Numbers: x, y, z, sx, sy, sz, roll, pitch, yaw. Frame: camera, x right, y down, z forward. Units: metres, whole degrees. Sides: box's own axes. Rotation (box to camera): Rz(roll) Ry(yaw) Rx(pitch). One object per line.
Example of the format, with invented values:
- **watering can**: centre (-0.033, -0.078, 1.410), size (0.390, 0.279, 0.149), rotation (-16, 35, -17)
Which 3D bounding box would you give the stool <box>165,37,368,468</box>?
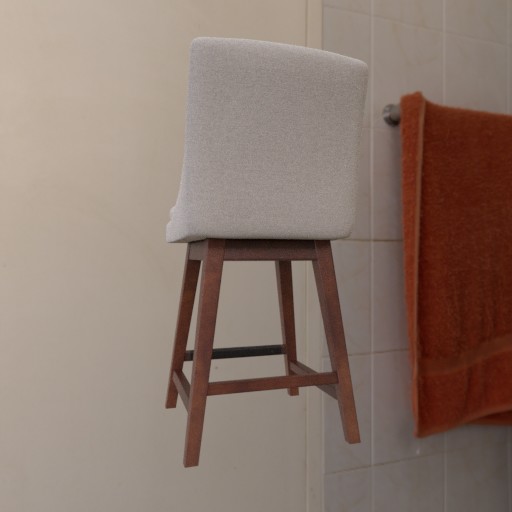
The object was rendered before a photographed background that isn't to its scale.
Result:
- **stool**: centre (0.000, 0.000, 1.287), size (0.469, 0.991, 0.559), rotation (0, 0, -17)
